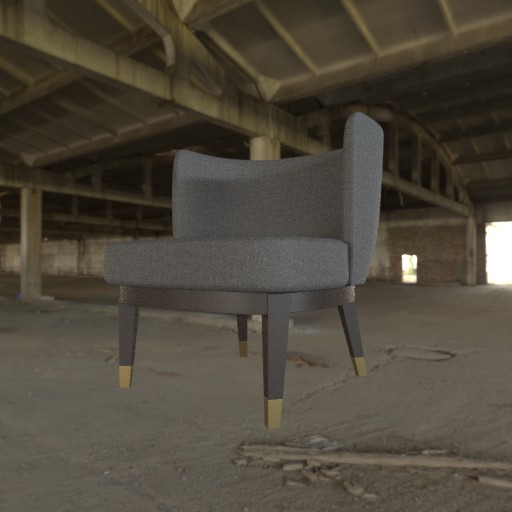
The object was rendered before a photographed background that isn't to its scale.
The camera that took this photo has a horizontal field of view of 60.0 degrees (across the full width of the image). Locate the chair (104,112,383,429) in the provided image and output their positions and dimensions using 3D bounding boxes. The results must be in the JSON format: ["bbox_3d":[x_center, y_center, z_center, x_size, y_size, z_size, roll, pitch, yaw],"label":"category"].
[{"bbox_3d":[0.000,0.000,1.244,0.639,0.695,0.698,-1,-1,37],"label":"chair"}]
